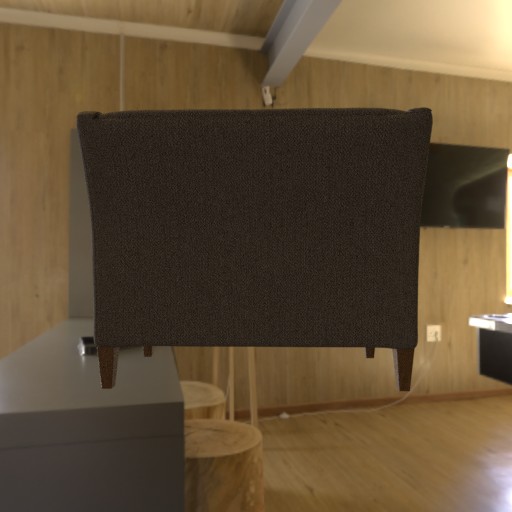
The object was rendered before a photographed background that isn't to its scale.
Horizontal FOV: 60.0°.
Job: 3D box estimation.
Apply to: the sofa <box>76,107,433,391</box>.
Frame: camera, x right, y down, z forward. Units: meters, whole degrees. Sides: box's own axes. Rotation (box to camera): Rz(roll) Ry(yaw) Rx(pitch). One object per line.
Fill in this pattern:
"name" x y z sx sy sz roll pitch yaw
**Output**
"sofa" 0.000 0.000 1.918 1.242 1.022 0.873 0 -1 2
